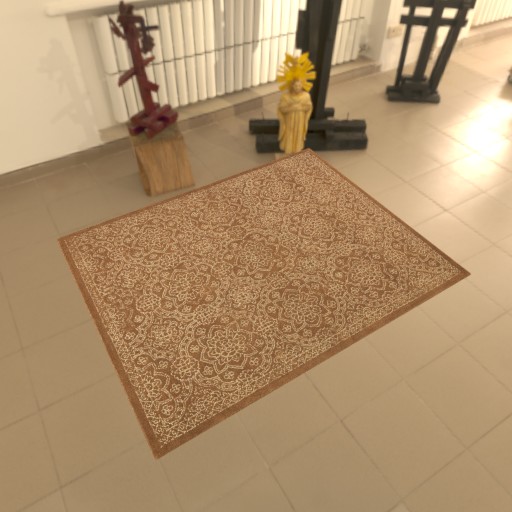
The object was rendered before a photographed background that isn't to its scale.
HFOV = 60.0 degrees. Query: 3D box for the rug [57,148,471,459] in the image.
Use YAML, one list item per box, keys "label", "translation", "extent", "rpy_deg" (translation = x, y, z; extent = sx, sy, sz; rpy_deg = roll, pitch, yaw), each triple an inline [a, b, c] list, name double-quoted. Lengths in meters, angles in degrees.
- label: "rug"
  translation: [0.000, 0.000, 4.148]
  extent: [3.050, 0.015, 2.441]
  rpy_deg: [-24, 50, -22]
